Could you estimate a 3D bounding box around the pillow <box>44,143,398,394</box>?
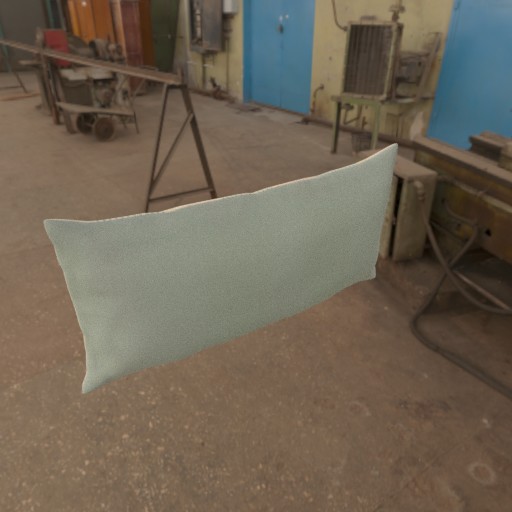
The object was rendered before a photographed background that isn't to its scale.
[{"bbox_3d":[0.000,0.000,0.731,0.610,0.287,0.151,-18,33,-29],"label":"pillow"}]
